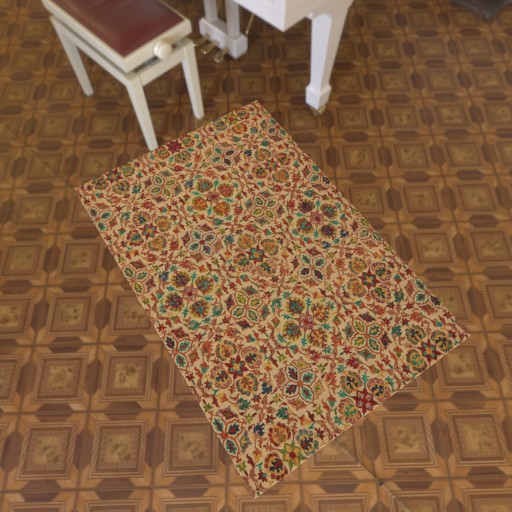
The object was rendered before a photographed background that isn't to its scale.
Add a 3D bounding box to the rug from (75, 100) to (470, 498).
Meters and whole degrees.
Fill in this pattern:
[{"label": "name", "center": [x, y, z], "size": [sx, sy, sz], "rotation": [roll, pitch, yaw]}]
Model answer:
[{"label": "rug", "center": [0.000, 0.000, 2.870], "size": [1.541, 0.018, 2.297], "rotation": [-31, 67, -15]}]
